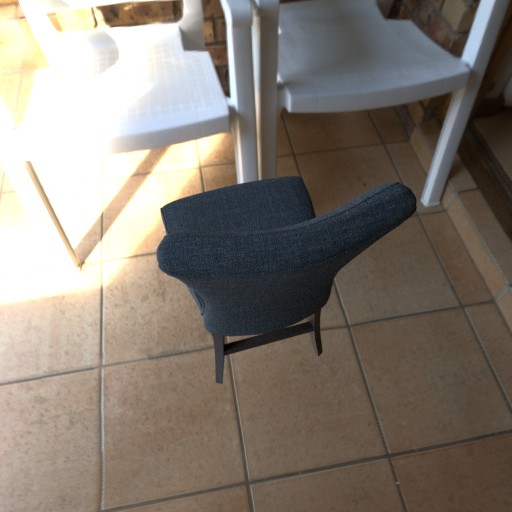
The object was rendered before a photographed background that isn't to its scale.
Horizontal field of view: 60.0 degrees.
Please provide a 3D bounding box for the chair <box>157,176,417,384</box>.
[{"bbox_3d":[0.000,0.000,1.369,0.520,0.991,0.660,-14,59,-9],"label":"chair"}]
